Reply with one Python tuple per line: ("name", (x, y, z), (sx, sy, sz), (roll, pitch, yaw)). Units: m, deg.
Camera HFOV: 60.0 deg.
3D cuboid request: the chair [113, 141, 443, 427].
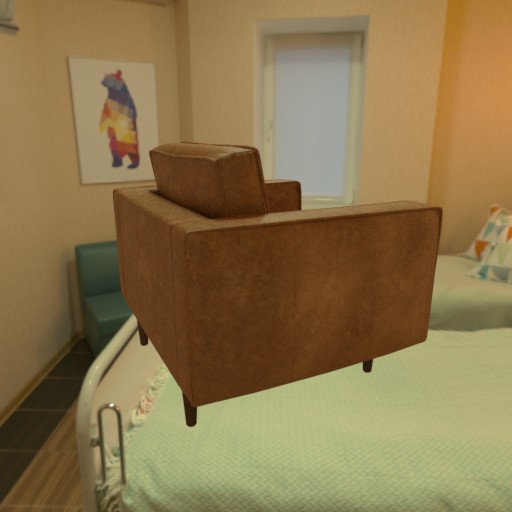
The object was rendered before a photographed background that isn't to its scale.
("chair", (0.000, 0.000, 1.544), (0.798, 0.767, 0.928), (-8, 17, -26))
